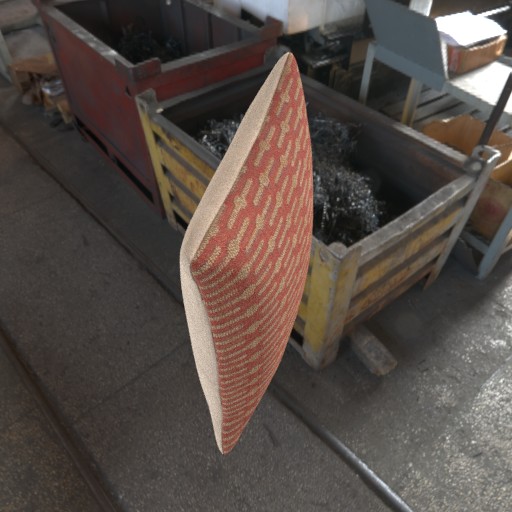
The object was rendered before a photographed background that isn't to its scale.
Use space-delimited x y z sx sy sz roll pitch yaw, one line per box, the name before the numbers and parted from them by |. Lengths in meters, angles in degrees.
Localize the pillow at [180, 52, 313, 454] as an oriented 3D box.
pillow | 0.000 0.000 0.771 0.182 0.503 0.511 10 48 9
